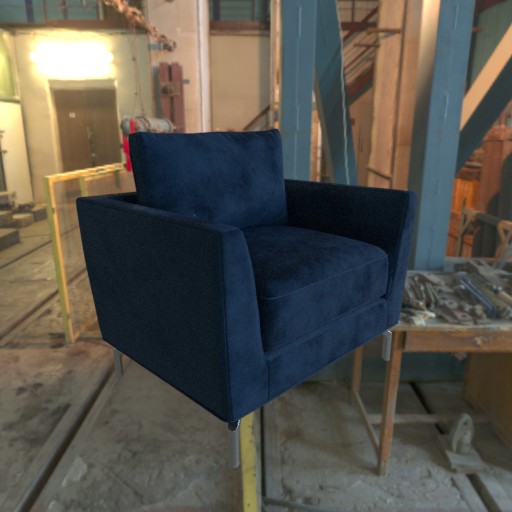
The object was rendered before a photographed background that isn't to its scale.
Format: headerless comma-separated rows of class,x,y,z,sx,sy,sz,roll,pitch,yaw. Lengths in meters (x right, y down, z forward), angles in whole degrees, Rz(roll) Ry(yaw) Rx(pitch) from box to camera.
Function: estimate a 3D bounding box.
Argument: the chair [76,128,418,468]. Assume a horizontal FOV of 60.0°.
chair,0.000,0.000,1.607,0.746,0.893,0.977,15,22,43
